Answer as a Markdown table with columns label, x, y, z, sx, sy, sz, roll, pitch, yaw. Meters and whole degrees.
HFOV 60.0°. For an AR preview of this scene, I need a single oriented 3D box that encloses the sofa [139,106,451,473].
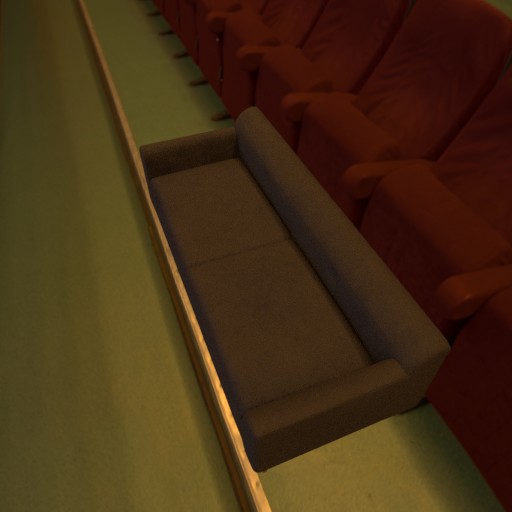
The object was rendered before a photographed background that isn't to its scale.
| label | x | y | z | sx | sy | sz | roll | pitch | yaw |
| --- | --- | --- | --- | --- | --- | --- | --- | --- | --- |
| sofa | 0.000 | 0.000 | 2.671 | 0.900 | 0.740 | 2.190 | -16 | 49 | -15 |
